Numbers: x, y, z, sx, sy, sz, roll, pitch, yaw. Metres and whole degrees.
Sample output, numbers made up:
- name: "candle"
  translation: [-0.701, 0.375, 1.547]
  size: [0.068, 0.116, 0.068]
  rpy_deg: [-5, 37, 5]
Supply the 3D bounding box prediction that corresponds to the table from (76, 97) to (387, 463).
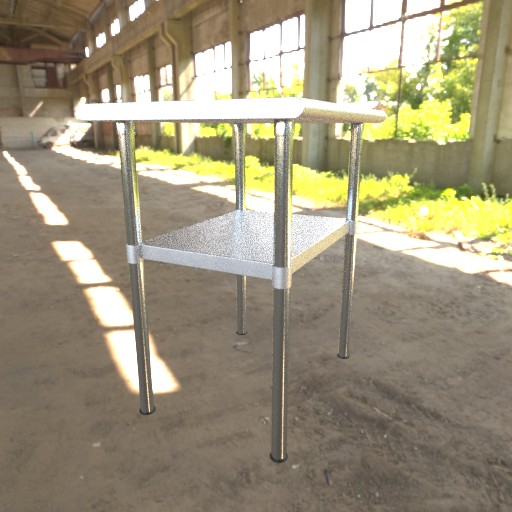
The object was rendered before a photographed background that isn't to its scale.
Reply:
- name: "table"
  translation: [0.000, 0.000, 1.382]
  size: [0.584, 0.876, 0.762]
  rpy_deg: [8, 18, 26]
